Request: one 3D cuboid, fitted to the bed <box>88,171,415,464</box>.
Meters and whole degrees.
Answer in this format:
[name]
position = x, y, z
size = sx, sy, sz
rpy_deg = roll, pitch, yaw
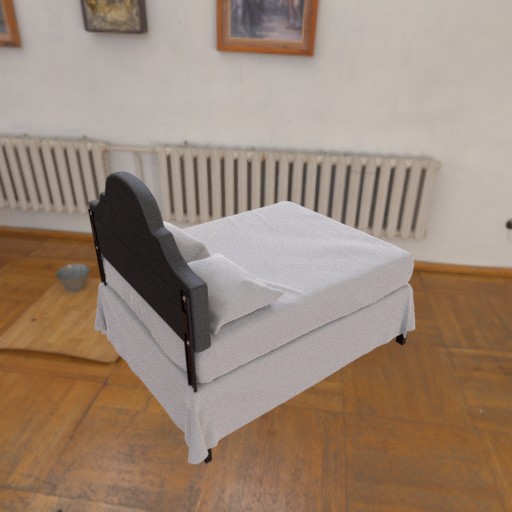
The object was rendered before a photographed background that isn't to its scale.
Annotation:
[bed]
position = 0.000, 0.000, 3.450
size = 2.222, 1.634, 1.780
rpy_deg = -19, 33, -32
